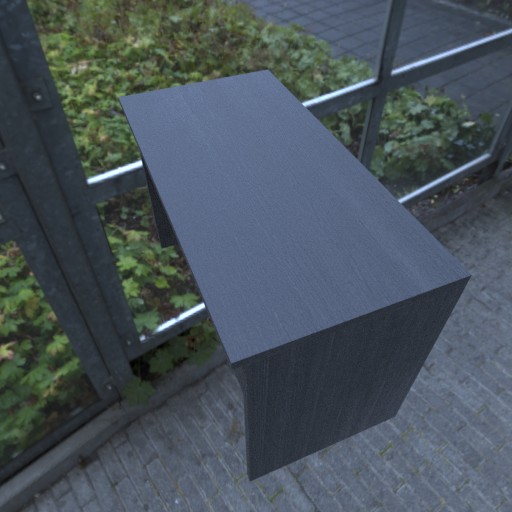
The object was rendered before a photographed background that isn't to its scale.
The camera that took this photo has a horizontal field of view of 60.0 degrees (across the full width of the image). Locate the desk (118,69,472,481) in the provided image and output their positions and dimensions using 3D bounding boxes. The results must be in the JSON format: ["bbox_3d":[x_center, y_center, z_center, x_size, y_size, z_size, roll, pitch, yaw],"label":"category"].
[{"bbox_3d":[0.000,0.000,1.501,0.557,0.729,1.099,-17,49,-15],"label":"desk"}]
